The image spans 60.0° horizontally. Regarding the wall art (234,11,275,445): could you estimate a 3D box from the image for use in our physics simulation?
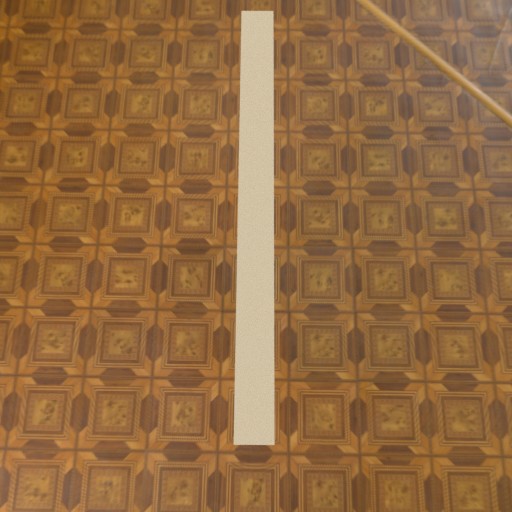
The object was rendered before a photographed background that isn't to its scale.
[{"bbox_3d":[0.000,0.000,0.743,0.040,0.509,0.509,0,76,0],"label":"wall art"}]
